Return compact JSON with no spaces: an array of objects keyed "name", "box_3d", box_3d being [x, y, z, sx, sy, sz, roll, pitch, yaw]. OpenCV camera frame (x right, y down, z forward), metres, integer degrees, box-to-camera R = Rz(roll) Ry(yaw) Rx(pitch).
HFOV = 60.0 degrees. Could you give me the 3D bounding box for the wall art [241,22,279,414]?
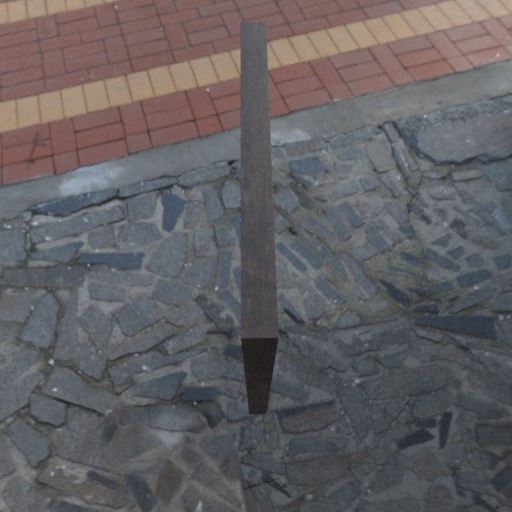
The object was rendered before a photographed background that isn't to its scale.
[{"name":"wall art","box_3d":[0.000,0.000,0.559,0.027,0.406,0.329,-1,63,0]}]
